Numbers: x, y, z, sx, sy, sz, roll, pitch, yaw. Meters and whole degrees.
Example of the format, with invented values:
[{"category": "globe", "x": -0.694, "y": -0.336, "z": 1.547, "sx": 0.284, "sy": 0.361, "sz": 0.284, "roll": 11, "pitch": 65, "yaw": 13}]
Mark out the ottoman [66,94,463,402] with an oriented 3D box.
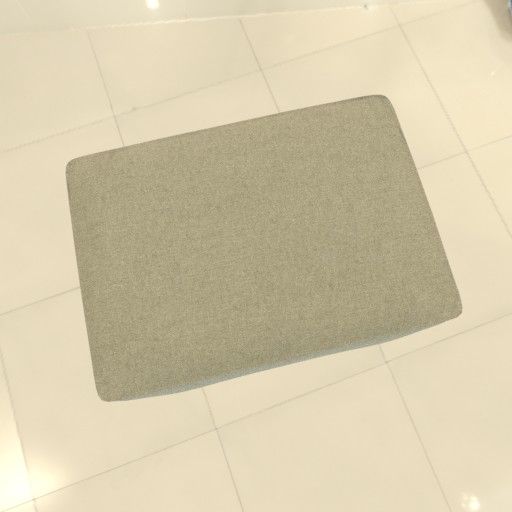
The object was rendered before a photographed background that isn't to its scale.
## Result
[{"category": "ottoman", "x": 0.000, "y": 0.000, "z": 1.226, "sx": 0.848, "sy": 0.508, "sz": 0.611, "roll": -13, "pitch": 76, "yaw": -3}]
